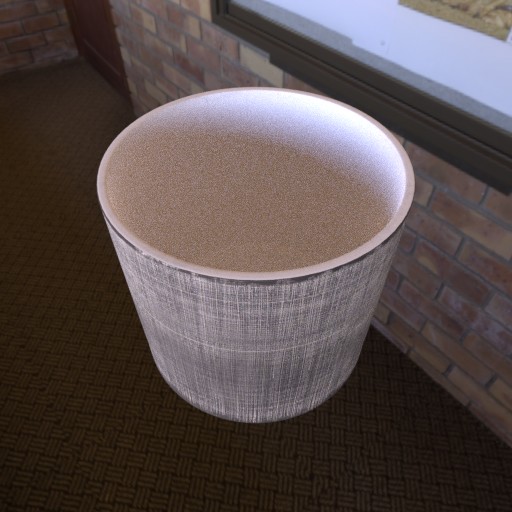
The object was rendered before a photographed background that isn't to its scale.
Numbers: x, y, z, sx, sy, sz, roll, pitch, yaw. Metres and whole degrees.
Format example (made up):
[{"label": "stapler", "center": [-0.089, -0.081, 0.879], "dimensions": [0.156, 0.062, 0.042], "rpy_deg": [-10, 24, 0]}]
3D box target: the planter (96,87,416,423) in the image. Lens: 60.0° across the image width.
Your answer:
[{"label": "planter", "center": [0.000, 0.000, 0.389], "dimensions": [0.221, 0.201, 0.221], "rpy_deg": [0, 47, 0]}]
